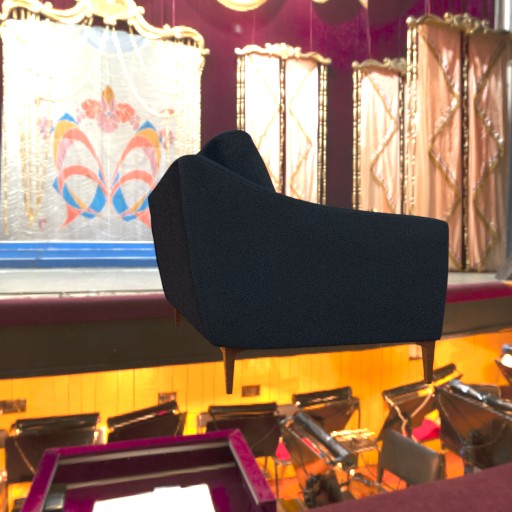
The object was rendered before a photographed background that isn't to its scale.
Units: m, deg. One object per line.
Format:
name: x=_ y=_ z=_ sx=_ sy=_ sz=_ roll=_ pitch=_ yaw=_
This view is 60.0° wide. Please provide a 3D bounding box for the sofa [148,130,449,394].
sofa: x=0.000 y=0.000 z=2.189 sx=0.960 sy=0.902 sz=1.619 roll=0 pitch=1 yaw=-18
